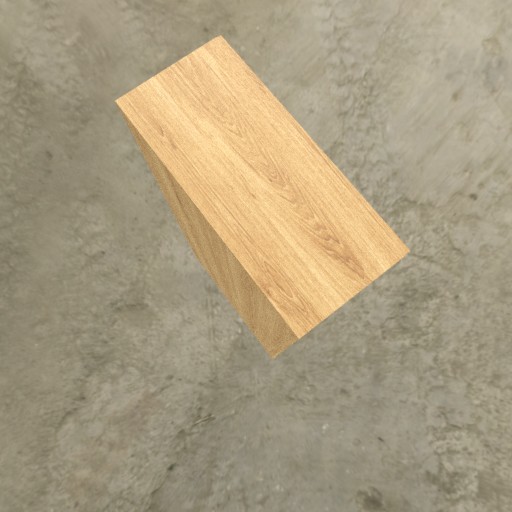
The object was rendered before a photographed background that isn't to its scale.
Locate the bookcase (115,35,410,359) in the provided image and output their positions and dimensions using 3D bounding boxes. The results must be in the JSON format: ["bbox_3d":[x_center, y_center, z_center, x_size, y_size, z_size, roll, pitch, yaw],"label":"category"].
[{"bbox_3d":[0.000,0.000,2.339,0.420,2.020,0.950,-36,78,-9],"label":"bookcase"}]
